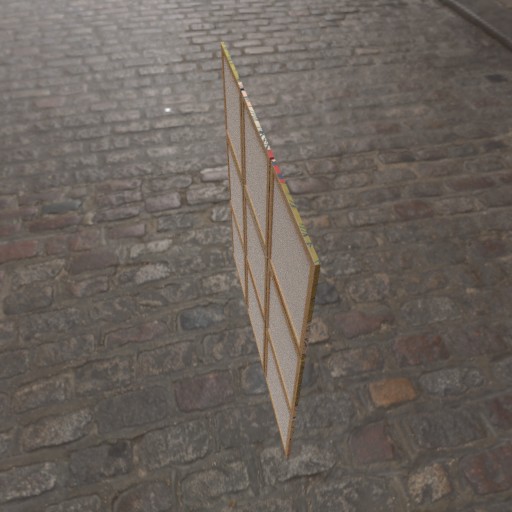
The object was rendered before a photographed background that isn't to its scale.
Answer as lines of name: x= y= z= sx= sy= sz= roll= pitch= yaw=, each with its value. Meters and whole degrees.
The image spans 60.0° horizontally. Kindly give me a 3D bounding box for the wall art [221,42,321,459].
wall art: x=0.000 y=0.000 z=1.798 sx=0.013 sy=1.218 sz=1.206 roll=-9 pitch=48 yaw=-9
